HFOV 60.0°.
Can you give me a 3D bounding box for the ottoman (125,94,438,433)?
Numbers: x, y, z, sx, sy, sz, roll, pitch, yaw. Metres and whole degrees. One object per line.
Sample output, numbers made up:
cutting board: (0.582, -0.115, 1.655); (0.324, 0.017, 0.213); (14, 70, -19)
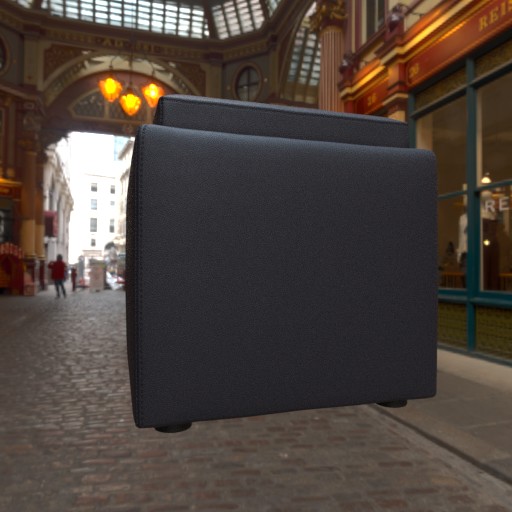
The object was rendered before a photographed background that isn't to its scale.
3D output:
ottoman: (0.000, 0.000, 0.803); (0.450, 0.460, 0.451); (0, -1, -17)
